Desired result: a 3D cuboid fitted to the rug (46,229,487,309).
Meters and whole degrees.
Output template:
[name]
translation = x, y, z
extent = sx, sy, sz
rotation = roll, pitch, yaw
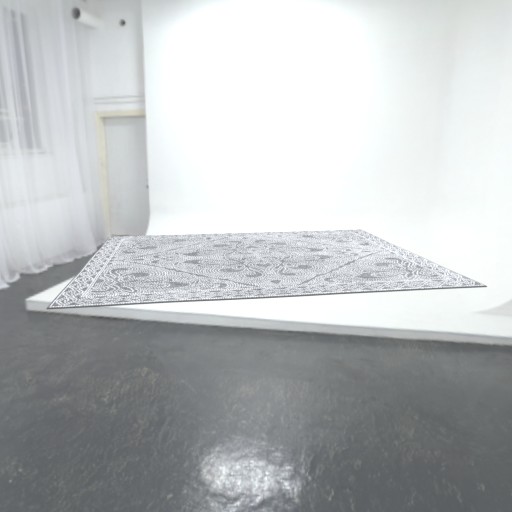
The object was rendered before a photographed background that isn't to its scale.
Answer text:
[rug]
translation = 0.000, 0.000, 4.153
extent = 3.048, 0.012, 2.438
rotation = -2, 13, -8
